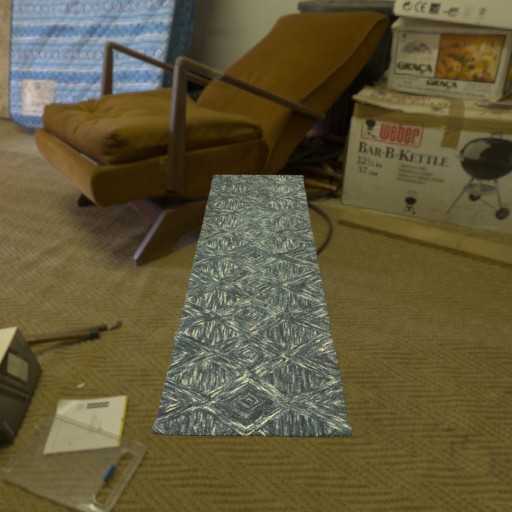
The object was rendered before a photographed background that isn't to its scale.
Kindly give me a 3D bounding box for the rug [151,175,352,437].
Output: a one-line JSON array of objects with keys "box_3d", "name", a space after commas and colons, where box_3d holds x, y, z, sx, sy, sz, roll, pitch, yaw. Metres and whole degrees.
[{"box_3d": [0.000, 0.000, 2.522, 0.719, 0.013, 2.306, 0, 33, 1], "name": "rug"}]
